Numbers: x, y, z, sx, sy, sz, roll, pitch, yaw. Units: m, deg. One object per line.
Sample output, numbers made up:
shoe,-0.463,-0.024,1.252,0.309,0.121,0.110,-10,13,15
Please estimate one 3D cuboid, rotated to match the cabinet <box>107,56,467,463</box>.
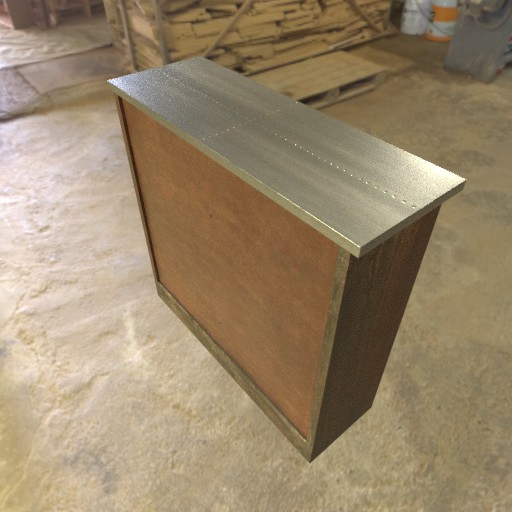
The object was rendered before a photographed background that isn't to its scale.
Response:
cabinet,0.000,0.000,1.421,0.338,0.919,0.968,-29,50,-28
